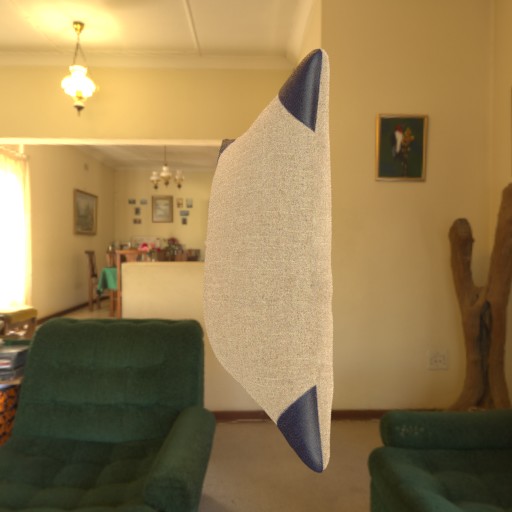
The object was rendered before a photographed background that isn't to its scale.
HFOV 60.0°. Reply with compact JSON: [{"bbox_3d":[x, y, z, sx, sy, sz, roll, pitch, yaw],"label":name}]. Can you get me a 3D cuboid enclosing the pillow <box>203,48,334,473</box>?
[{"bbox_3d":[0.000,0.000,0.659,0.147,0.441,0.440,-1,2,-18],"label":"pillow"}]
